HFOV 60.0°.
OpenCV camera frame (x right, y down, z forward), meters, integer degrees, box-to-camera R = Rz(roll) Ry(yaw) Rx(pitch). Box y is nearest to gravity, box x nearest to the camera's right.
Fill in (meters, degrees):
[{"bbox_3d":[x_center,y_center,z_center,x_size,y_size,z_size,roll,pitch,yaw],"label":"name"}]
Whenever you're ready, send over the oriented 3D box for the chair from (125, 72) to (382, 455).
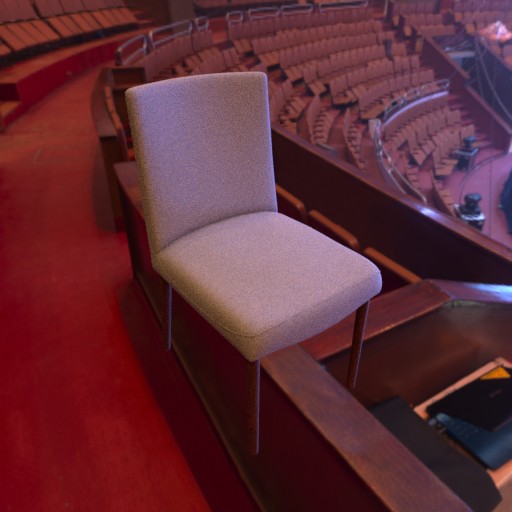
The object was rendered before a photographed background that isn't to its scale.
[{"bbox_3d":[0.000,0.000,1.215,0.456,0.859,0.570,-21,37,-31],"label":"chair"}]
